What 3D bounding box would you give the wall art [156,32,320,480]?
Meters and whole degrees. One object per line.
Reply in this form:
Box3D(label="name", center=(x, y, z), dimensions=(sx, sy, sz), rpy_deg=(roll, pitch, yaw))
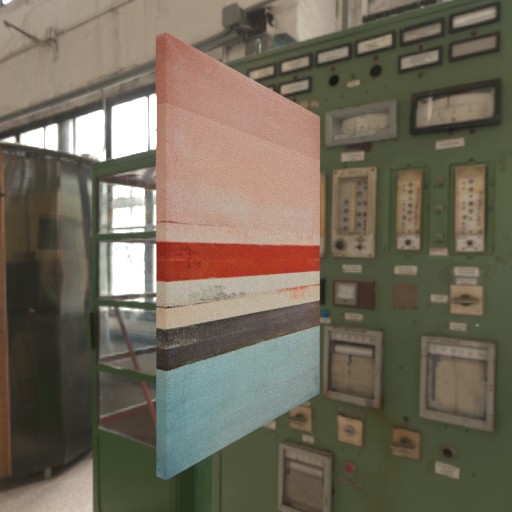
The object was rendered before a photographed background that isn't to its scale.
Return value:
Box3D(label="wall art", center=(0.000, 0.000, 1.326), dimensions=(0.039, 1.016, 0.761), rpy_deg=(0, 1, 35))
